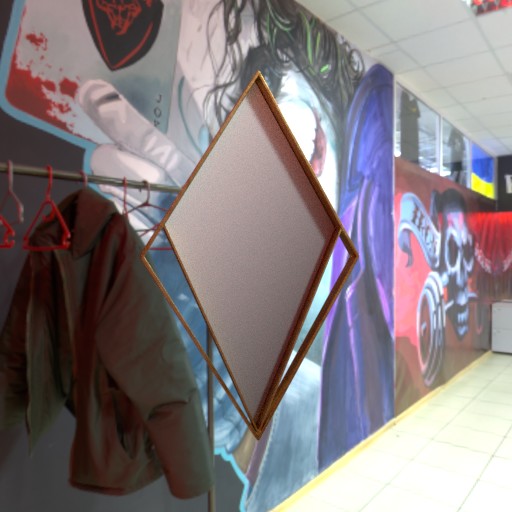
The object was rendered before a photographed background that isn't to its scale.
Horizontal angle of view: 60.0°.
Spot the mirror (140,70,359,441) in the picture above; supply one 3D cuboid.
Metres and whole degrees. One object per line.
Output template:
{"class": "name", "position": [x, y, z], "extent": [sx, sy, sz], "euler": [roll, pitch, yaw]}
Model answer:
{"class": "mirror", "position": [0.000, 0.000, 0.827], "extent": [0.419, 0.679, 0.032], "euler": [0, 0, -18]}
